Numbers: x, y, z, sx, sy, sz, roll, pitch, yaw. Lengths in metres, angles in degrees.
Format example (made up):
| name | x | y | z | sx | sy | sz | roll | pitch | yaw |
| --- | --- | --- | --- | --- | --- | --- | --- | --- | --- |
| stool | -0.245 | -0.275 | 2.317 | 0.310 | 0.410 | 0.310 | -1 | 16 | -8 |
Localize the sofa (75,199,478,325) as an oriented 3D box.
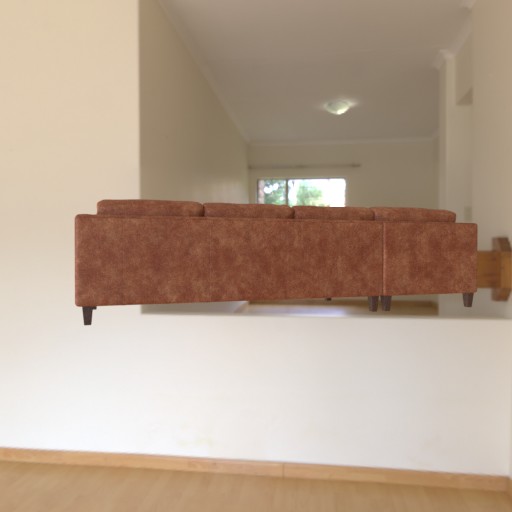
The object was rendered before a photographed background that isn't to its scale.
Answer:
| name | x | y | z | sx | sy | sz | roll | pitch | yaw |
| --- | --- | --- | --- | --- | --- | --- | --- | --- | --- |
| sofa | 0.000 | 0.000 | 4.405 | 3.150 | 0.838 | 2.438 | 0 | 1 | -17 |
